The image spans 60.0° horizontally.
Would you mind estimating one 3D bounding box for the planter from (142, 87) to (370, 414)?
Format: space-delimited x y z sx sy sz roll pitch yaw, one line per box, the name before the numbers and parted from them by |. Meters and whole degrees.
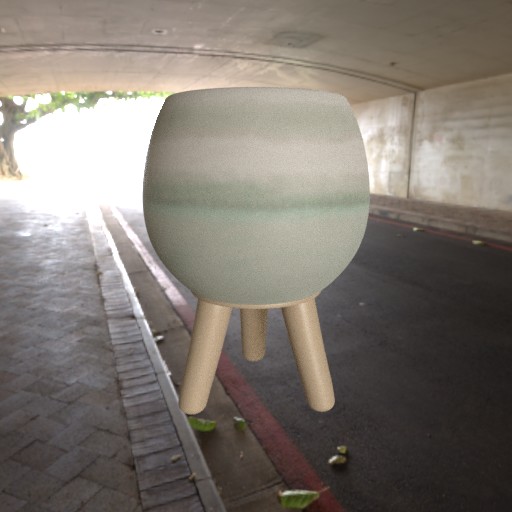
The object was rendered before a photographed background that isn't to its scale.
planter | 0.000 0.000 0.334 0.161 0.224 0.161 0 13 0
